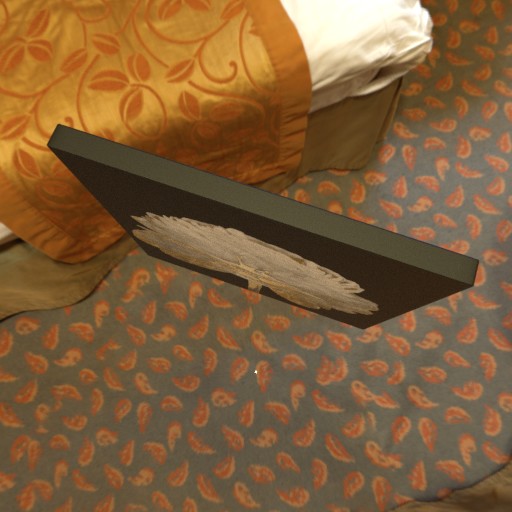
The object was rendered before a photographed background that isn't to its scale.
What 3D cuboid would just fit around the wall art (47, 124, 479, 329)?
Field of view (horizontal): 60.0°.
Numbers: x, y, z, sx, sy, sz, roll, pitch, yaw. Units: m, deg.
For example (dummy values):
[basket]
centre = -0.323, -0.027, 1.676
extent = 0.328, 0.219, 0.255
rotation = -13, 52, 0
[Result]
[wall art]
centre = 0.000, 0.000, 0.894
extent = 0.610, 0.611, 0.043
rotation = 19, 76, 5
